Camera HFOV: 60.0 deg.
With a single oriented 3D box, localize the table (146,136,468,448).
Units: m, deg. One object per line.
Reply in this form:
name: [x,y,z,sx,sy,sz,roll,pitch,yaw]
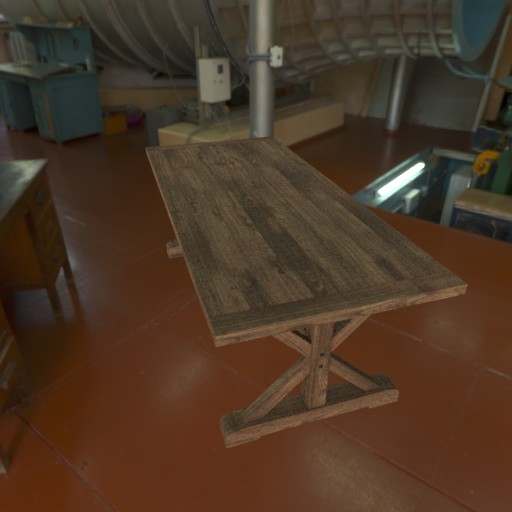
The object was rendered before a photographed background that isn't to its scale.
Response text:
table: [0.000,0.000,2.452,0.907,0.733,2.031,-9,31,-15]
